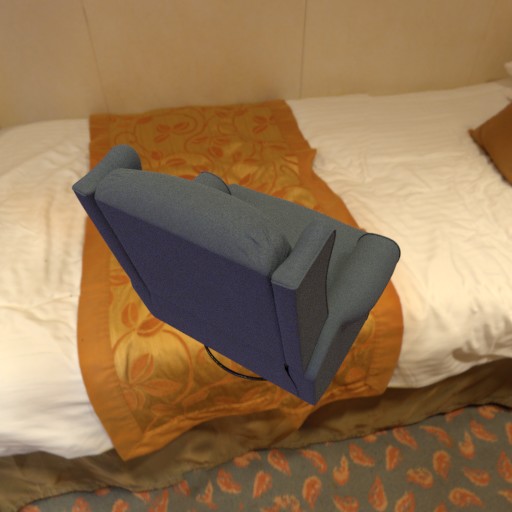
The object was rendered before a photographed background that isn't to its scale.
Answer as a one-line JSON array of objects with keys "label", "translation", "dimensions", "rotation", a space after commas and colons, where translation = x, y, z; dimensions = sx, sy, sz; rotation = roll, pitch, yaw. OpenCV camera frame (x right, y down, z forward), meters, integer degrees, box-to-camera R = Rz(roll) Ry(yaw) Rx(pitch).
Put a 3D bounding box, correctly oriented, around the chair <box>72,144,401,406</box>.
[{"label": "chair", "translation": [0.000, 0.000, 1.727], "dimensions": [0.971, 1.020, 0.877], "rotation": [24, 49, 22]}]
